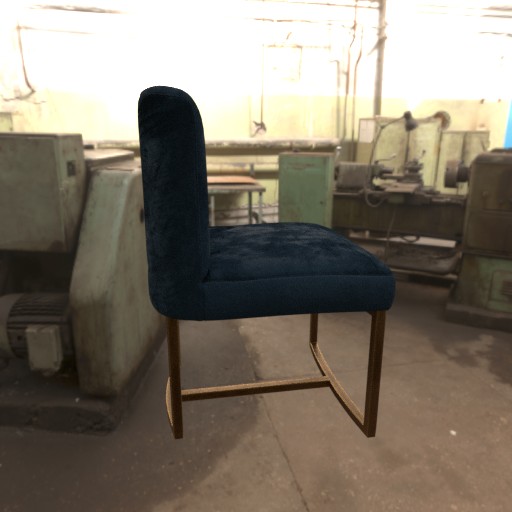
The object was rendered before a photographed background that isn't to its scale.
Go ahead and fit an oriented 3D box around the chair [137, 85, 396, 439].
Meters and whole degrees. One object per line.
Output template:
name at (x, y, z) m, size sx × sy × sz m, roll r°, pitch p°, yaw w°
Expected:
chair at (0.000, 0.000, 1.181) m, size 0.560 × 0.824 × 0.530 m, roll -3°, pitch 16°, yaw -10°
